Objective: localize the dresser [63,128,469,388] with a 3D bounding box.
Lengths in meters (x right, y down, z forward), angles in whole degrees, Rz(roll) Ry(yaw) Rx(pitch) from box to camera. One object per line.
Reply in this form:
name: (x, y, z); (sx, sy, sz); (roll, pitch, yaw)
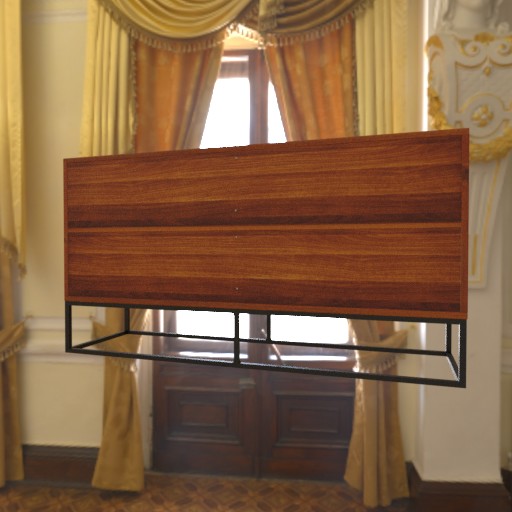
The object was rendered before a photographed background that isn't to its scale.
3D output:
dresser: (0.000, 0.000, 1.833); (1.536, 0.810, 0.464); (0, 1, 18)
